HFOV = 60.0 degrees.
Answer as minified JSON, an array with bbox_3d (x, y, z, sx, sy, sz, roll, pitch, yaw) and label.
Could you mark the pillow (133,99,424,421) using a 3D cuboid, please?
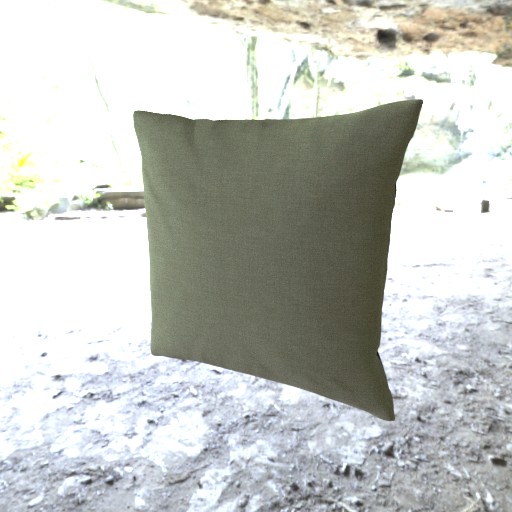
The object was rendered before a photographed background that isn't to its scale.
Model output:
[{"bbox_3d":[0.000,0.000,0.783,0.517,0.508,0.158,8,17,26],"label":"pillow"}]
